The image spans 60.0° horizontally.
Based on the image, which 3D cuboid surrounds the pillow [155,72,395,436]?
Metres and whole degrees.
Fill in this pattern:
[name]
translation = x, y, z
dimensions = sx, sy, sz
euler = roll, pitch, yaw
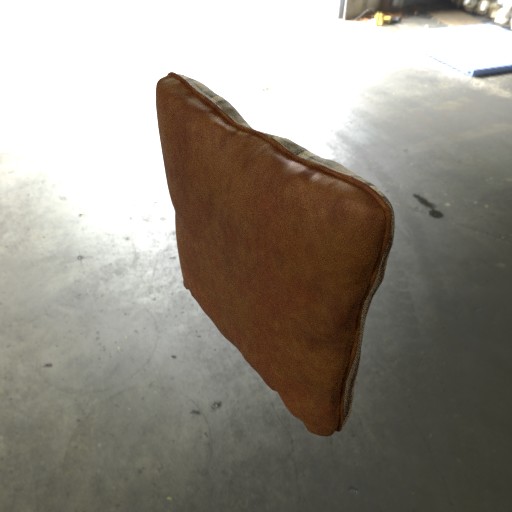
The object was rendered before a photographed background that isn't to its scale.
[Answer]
[pillow]
translation = 0.000, 0.000, 0.741
dimensions = 0.130, 0.490, 0.489
euler = -26, 48, -27
